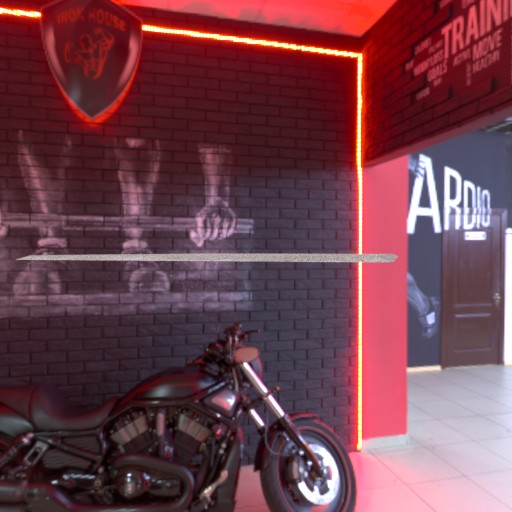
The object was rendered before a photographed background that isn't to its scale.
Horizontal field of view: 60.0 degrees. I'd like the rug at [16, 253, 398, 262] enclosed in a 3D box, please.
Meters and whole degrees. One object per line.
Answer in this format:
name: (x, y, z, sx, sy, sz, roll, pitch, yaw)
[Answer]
rug: (0.000, 0.000, 3.832, 2.332, 0.027, 2.933, 0, 1, 18)
